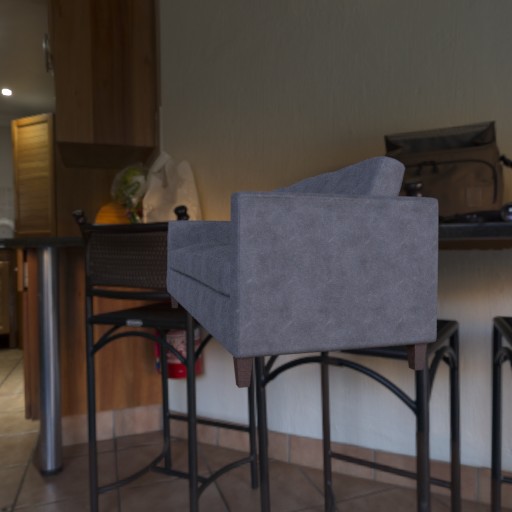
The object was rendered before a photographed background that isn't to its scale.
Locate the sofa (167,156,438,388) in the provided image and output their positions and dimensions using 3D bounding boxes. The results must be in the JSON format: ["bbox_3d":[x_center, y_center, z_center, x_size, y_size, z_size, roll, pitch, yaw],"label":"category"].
[{"bbox_3d":[0.000,0.000,2.939,0.951,0.965,2.434,-1,2,-17],"label":"sofa"}]
